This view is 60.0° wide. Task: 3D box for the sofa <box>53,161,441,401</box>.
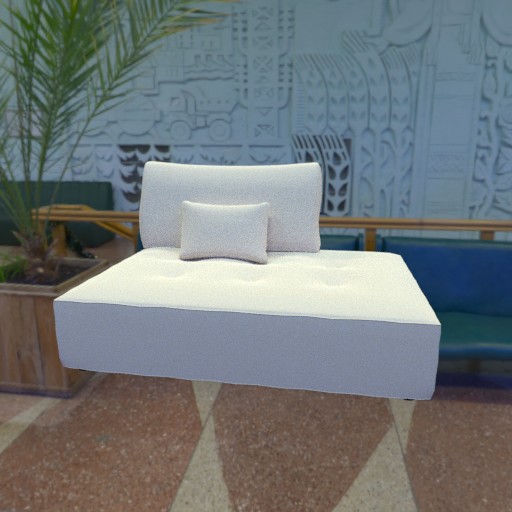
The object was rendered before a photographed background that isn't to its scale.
[{"bbox_3d":[0.000,0.000,2.069,1.450,0.820,1.000,2,15,9],"label":"sofa"}]
